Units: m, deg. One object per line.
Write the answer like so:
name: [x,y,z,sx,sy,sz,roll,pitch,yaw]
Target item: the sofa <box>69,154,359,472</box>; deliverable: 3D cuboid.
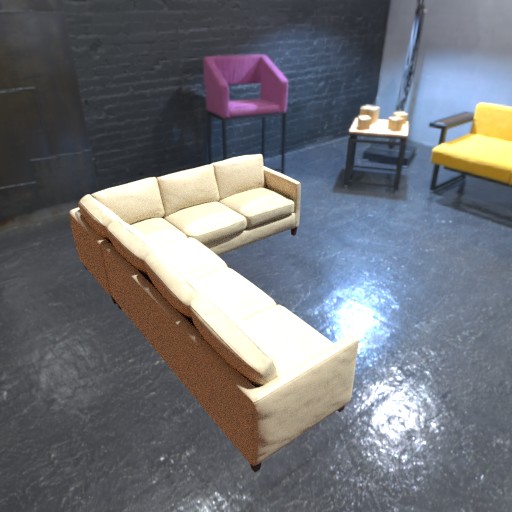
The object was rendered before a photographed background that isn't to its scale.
sofa: [0.000,0.000,4.404,2.593,0.947,3.302,-21,37,-32]
